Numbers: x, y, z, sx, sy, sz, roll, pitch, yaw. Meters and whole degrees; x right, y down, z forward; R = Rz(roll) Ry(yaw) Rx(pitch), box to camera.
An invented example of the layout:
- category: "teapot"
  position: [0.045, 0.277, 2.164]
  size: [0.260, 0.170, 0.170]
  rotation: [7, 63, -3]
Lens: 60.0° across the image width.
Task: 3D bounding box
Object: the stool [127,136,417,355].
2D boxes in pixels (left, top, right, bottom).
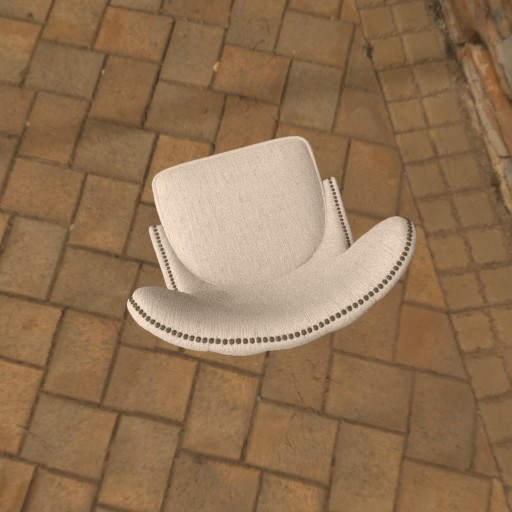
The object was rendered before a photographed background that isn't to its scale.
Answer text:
- category: "stool"
  position: [0.000, 0.000, 1.357]
  size: [0.615, 0.972, 0.597]
  rotation: [-16, 77, -4]
